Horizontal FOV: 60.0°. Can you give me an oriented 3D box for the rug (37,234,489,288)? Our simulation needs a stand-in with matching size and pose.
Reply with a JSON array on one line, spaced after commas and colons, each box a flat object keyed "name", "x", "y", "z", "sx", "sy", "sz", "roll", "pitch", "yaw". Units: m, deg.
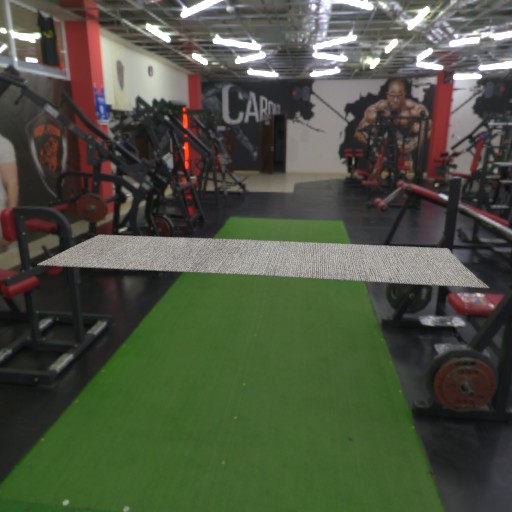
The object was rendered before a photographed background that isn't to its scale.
[{"name": "rug", "x": 0.000, "y": 0.000, "z": 2.589, "sx": 2.335, "sy": 0.013, "sz": 0.697, "roll": 3, "pitch": 17, "yaw": 9}]
